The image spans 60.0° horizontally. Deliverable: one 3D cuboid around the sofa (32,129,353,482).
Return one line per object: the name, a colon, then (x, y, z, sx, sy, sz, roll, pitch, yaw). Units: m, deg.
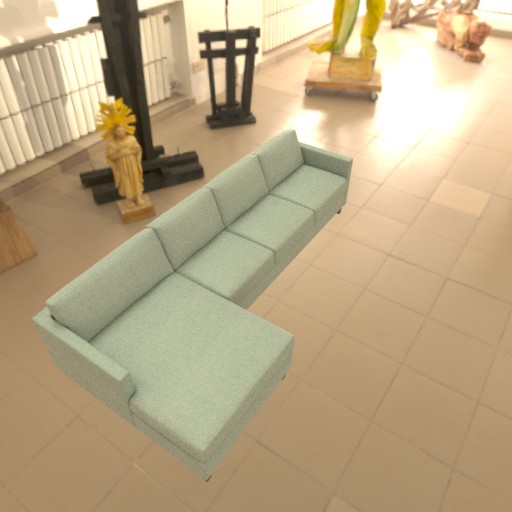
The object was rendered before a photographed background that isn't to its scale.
sofa: (0.000, 0.000, 4.094, 1.600, 0.953, 3.470, 24, 47, 25)
